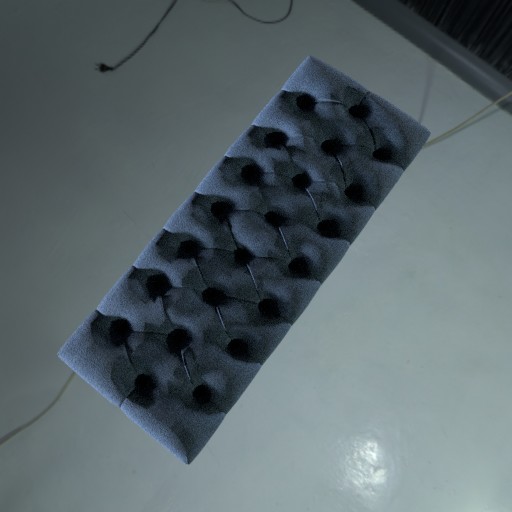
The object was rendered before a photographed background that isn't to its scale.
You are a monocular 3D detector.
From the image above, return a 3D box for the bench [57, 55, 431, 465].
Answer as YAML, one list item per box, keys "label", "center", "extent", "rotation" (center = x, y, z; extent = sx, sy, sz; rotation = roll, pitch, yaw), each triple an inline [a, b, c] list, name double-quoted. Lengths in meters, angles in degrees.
- label: "bench"
  center: [0.000, 0.000, 1.329]
  extent: [0.417, 0.492, 1.052]
  rotation: [36, 79, 8]
